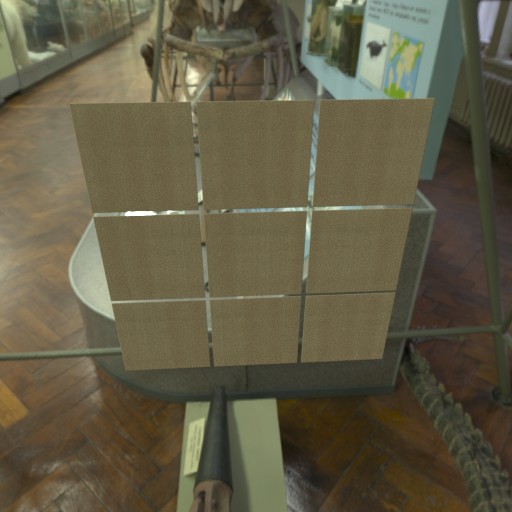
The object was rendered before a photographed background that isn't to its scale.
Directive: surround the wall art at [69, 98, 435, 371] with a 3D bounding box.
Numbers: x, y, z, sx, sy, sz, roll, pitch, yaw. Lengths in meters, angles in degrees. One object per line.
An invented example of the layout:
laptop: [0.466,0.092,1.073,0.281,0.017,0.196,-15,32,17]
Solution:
wall art: [0.000,0.000,2.226,1.517,1.505,0.002,-2,32,-3]
